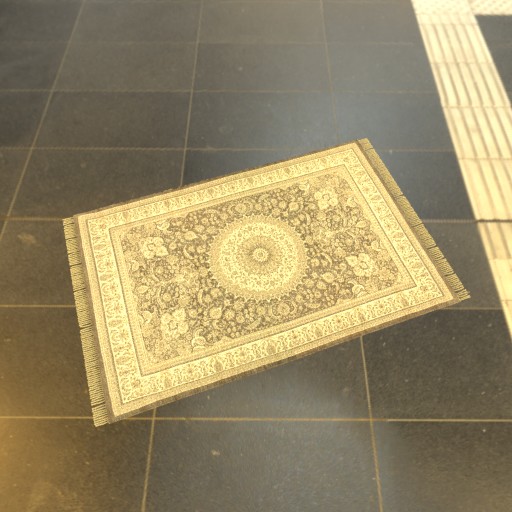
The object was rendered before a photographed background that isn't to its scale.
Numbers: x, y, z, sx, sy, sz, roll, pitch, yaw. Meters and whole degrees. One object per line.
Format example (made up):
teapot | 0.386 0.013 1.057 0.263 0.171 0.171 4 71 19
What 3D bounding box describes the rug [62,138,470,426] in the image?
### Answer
rug | 0.000 0.000 4.275 3.422 0.015 2.143 -17 61 -10
